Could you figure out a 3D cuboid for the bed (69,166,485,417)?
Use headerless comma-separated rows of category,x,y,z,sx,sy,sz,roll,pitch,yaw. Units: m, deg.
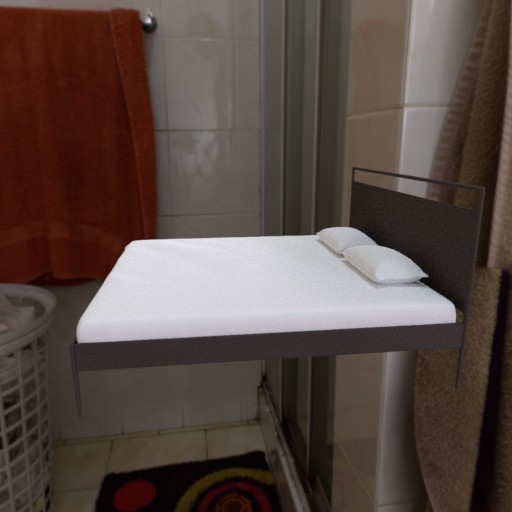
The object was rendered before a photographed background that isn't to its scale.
bed,0.000,0.000,3.266,2.151,1.173,1.993,-2,15,-7
